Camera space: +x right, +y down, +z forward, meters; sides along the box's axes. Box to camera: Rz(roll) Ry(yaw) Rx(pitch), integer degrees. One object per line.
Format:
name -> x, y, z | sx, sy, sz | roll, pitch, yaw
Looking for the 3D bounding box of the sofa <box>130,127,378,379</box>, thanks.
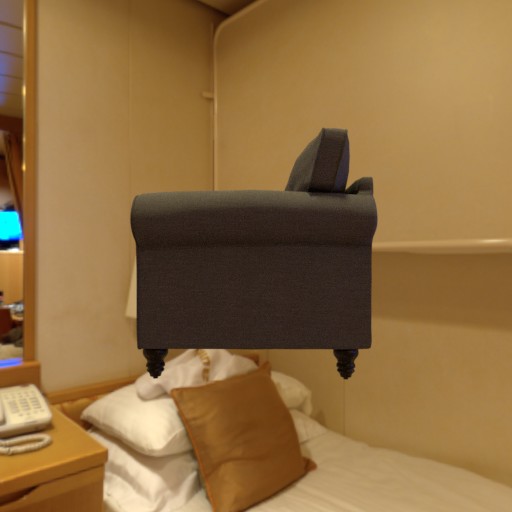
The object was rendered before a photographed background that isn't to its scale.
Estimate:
sofa -> 0.000, 0.000, 2.618 | 0.909, 0.966, 2.084 | 0, 0, 1
